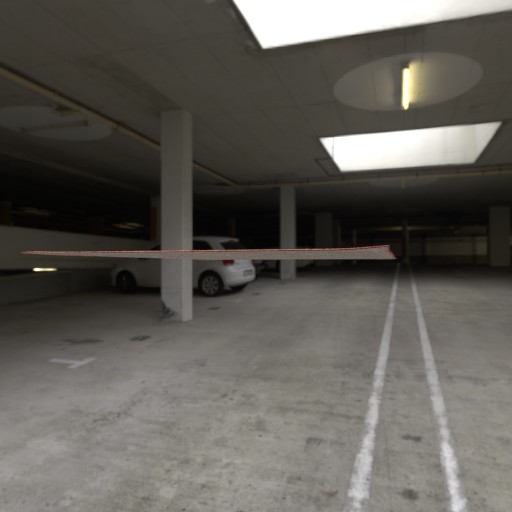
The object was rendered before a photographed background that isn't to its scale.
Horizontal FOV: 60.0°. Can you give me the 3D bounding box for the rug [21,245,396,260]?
[{"bbox_3d":[0.000,0.000,4.180,2.489,0.030,3.086,0,-1,18],"label":"rug"}]
